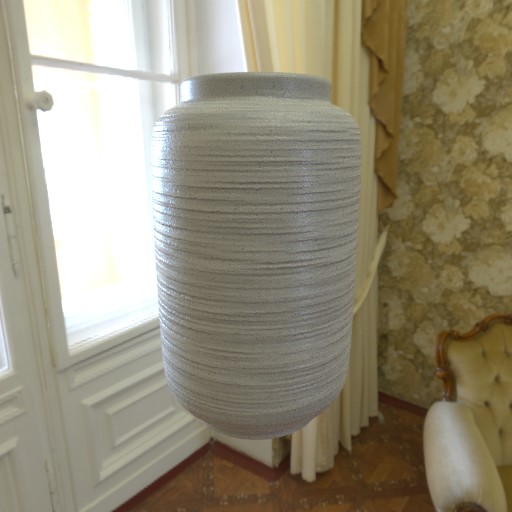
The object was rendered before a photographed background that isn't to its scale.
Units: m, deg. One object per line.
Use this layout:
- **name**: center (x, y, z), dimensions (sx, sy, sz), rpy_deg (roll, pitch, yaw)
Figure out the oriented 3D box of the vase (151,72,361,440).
- **vase**: center (0.000, 0.000, 0.456), dimensions (0.202, 0.335, 0.202), rpy_deg (0, 15, 0)
